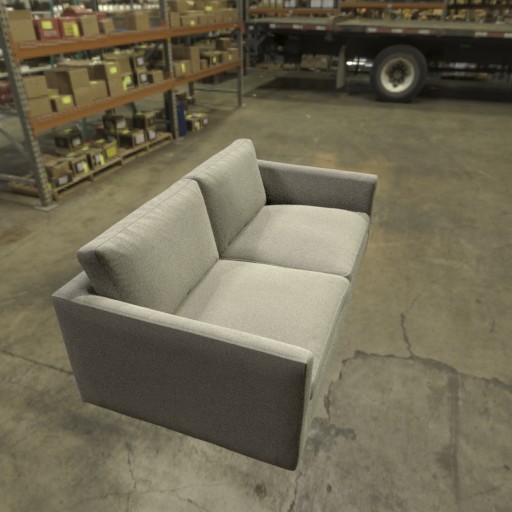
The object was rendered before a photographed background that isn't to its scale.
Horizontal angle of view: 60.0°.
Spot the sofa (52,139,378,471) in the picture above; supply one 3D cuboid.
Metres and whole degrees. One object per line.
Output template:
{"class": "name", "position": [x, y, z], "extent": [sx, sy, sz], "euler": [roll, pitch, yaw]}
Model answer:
{"class": "sofa", "position": [0.000, 0.000, 2.501], "extent": [1.091, 0.839, 1.905], "euler": [11, 32, 17]}
